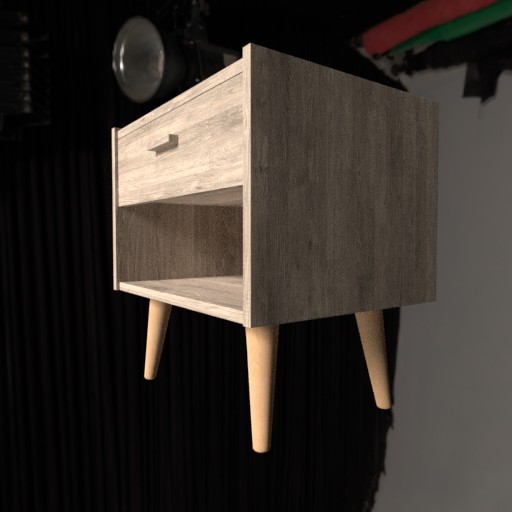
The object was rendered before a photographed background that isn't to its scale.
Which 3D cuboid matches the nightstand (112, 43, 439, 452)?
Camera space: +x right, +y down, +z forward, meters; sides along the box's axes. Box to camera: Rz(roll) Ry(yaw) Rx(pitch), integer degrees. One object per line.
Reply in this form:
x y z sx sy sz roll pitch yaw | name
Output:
0.000 0.000 0.806 0.380 0.500 0.480 -2 3 -36 | nightstand
